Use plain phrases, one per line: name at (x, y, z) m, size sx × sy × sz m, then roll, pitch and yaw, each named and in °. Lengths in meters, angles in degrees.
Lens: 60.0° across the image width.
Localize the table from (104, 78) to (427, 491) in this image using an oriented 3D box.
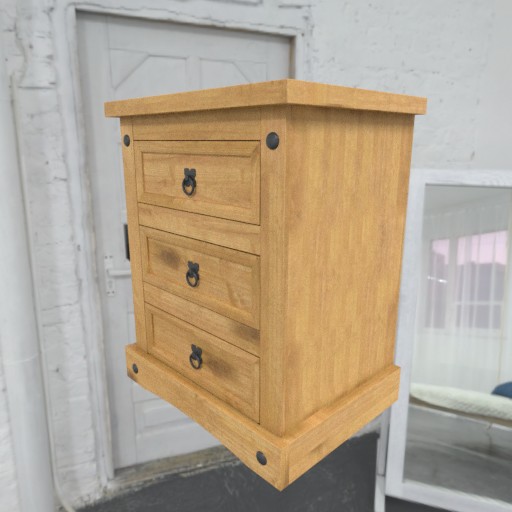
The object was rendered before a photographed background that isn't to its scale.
table at (0.000, 0.000, 1.222) m, size 0.500 × 0.813 × 0.660 m, roll -14°, pitch 20°, yaw -42°
